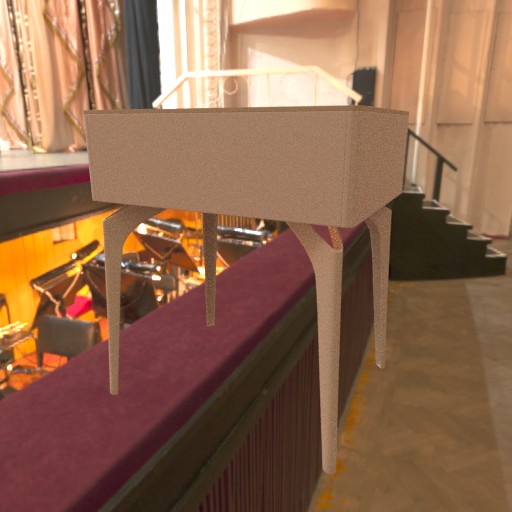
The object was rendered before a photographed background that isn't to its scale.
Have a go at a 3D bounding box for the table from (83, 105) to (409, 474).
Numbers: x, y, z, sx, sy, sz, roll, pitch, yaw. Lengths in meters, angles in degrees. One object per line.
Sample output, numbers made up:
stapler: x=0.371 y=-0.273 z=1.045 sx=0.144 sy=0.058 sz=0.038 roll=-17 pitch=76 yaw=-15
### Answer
table: x=0.000 y=0.000 z=0.917 sx=0.500 sy=0.570 sz=0.400 roll=9 pitch=19 yaw=26
